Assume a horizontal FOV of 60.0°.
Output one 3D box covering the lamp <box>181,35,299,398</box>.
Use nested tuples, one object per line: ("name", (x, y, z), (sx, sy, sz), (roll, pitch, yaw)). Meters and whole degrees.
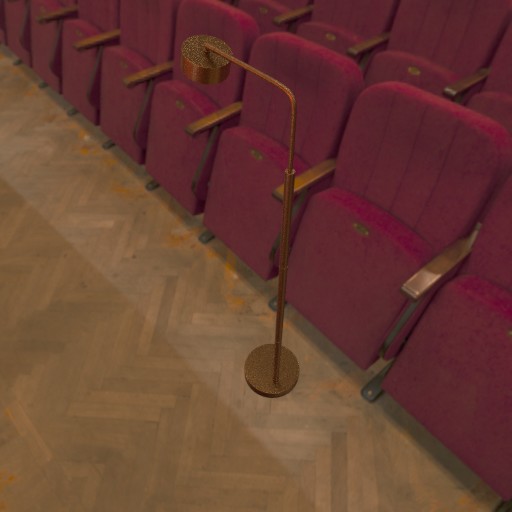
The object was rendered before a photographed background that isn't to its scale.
("lamp", (0.000, 0.000, 1.394), (0.219, 1.230, 0.418), (-31, 55, -25))
